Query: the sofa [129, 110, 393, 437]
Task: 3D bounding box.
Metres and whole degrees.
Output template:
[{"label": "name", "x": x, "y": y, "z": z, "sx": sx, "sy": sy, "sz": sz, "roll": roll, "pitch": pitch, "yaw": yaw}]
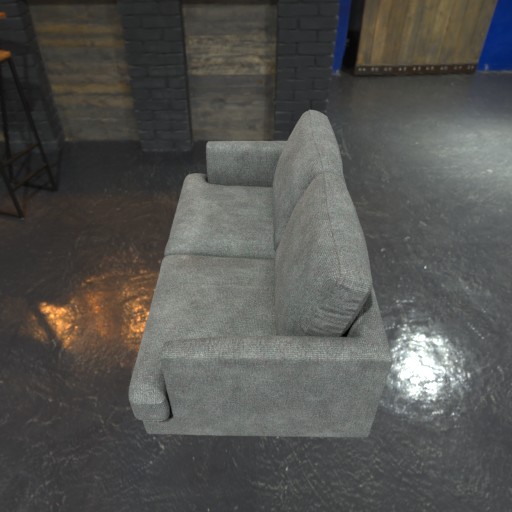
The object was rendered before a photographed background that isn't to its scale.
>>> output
[{"label": "sofa", "x": 0.000, "y": 0.000, "z": 2.136, "sx": 0.903, "sy": 0.956, "sz": 1.582, "roll": 1, "pitch": 40, "yaw": 1}]
